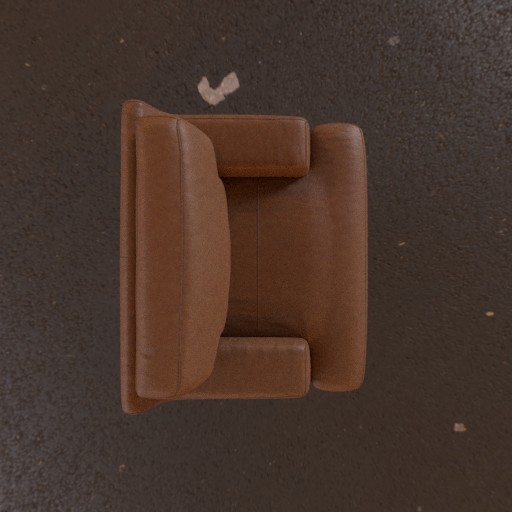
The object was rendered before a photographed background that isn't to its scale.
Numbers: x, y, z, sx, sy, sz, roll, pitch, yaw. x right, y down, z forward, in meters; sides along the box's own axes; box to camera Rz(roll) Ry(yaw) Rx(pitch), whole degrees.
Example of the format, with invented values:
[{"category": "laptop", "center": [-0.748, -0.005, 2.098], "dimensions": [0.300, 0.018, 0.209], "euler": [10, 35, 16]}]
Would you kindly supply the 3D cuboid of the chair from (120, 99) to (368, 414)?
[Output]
[{"category": "chair", "center": [0.000, 0.000, 2.019], "dimensions": [1.050, 0.978, 1.276], "euler": [0, 90, 1]}]
